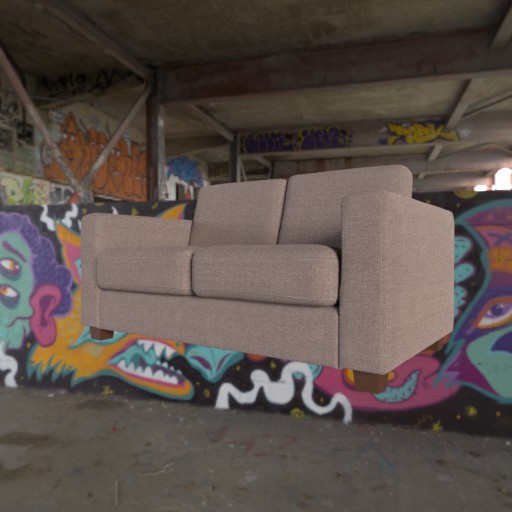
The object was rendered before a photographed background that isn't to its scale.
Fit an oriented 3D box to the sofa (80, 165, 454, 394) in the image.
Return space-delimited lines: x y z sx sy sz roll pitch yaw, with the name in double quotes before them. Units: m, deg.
"sofa" 0.000 0.000 2.013 1.520 0.800 0.900 0 1 36
